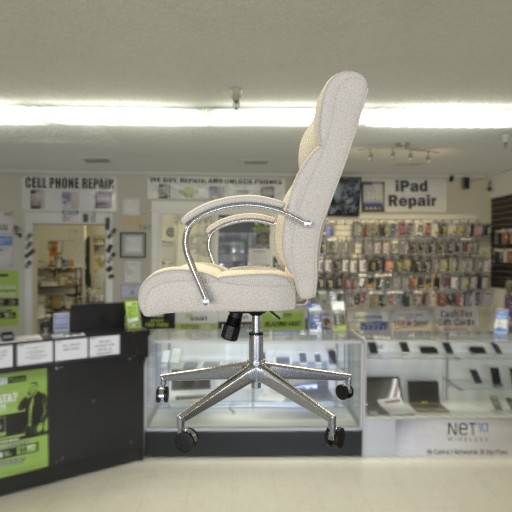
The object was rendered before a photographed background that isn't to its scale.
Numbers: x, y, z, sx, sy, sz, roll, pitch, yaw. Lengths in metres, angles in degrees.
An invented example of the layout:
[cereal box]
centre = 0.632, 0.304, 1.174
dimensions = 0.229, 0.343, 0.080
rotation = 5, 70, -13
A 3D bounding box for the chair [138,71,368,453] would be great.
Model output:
[chair]
centre = 0.000, 0.000, 1.590
dimensions = 0.745, 1.099, 0.727
rotation = 0, 1, 0
